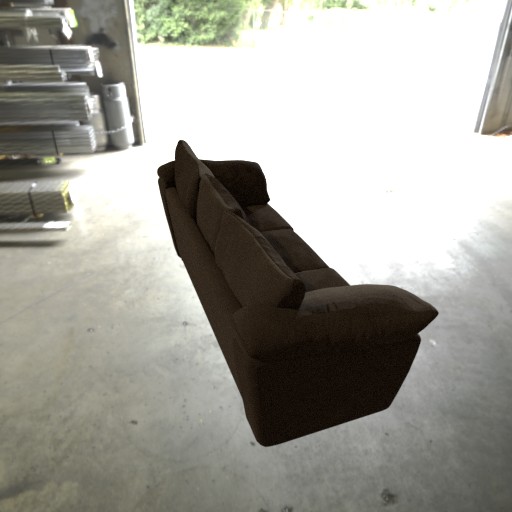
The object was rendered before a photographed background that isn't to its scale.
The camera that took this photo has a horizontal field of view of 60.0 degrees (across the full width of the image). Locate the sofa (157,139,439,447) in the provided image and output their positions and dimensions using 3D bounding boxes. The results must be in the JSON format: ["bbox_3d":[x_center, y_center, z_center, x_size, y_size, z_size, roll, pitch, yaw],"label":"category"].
[{"bbox_3d":[0.000,0.000,2.868,0.878,1.015,2.336,-10,32,-17],"label":"sofa"}]
